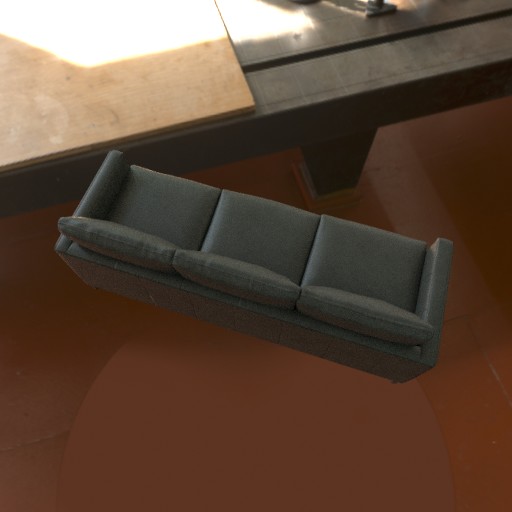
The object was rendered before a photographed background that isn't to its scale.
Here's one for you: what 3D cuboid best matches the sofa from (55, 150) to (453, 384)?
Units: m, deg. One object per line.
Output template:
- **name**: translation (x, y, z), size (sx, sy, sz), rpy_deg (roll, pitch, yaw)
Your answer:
- **sofa**: translation (0.000, 0.000, 2.498), size (2.029, 0.805, 0.748), rpy_deg (16, 65, 8)
